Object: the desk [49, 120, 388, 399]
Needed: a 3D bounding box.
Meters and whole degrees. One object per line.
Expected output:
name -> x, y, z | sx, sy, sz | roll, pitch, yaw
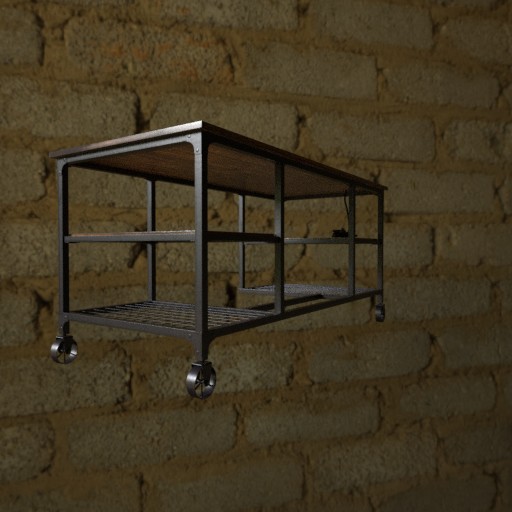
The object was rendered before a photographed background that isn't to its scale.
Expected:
desk -> 0.000, 0.000, 2.018 | 0.711, 0.751, 1.590 | 1, 1, 34
